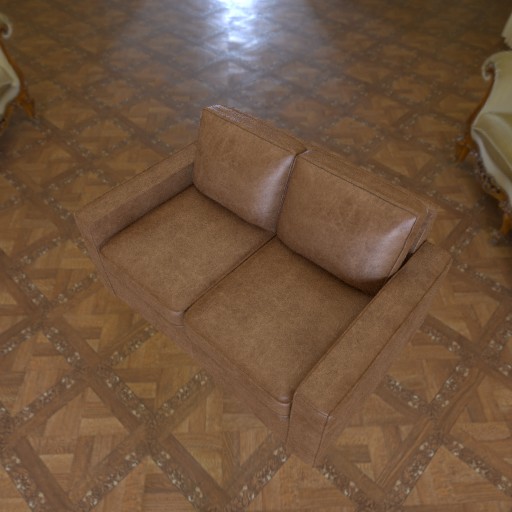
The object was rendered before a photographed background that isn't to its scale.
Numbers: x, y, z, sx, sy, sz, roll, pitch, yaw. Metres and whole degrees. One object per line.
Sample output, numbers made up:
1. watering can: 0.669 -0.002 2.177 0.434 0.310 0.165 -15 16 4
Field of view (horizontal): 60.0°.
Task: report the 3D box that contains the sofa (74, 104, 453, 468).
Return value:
1. sofa: 0.000 0.000 2.145 1.532 0.896 1.020 34 56 26
